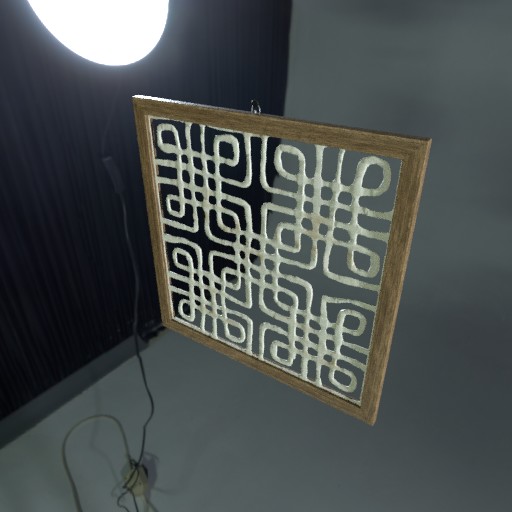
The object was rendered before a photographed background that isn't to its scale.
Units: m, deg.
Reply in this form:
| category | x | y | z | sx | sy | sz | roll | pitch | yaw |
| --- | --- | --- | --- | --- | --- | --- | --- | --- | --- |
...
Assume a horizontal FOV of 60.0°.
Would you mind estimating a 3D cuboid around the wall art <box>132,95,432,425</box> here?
| category | x | y | z | sx | sy | sz | roll | pitch | yaw |
| --- | --- | --- | --- | --- | --- | --- | --- | --- | --- |
| wall art | 0.000 | 0.000 | 0.862 | 0.561 | 0.582 | 0.021 | 18 | 35 | 28 |
